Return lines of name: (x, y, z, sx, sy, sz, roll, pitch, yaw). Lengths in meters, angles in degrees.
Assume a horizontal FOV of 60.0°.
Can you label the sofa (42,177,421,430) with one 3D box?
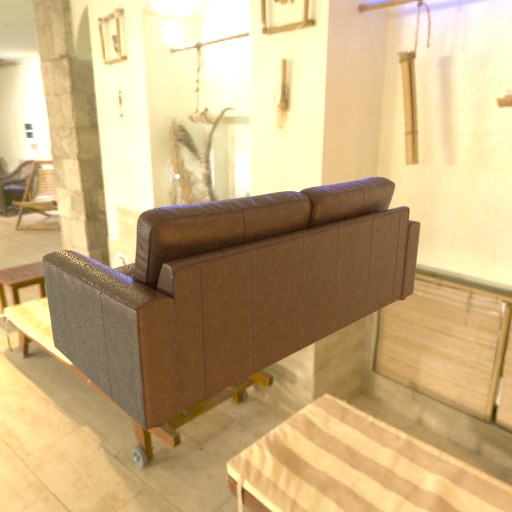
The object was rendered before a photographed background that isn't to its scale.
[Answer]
sofa: (0.000, 0.000, 2.710, 2.179, 0.873, 1.016, -15, 22, -42)
